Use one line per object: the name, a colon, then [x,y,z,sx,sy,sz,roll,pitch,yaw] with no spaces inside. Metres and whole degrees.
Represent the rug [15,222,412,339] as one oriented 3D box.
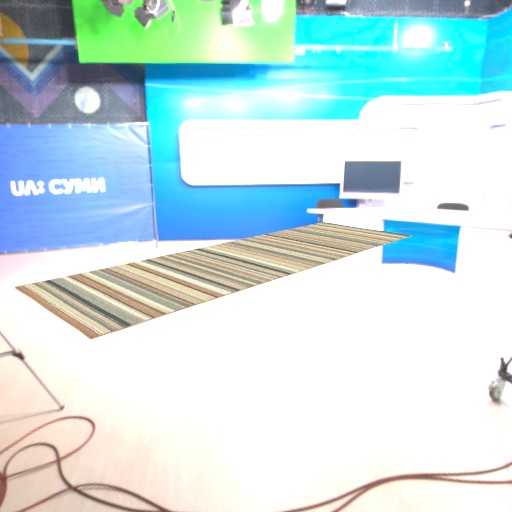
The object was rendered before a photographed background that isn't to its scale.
rug: [0.000,0.000,2.656,0.799,0.010,2.444,14,20,43]
